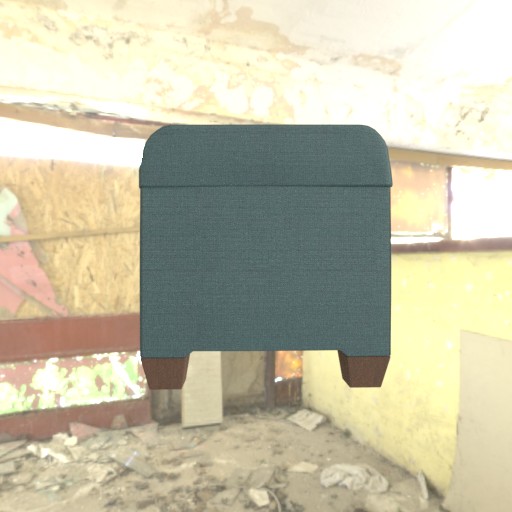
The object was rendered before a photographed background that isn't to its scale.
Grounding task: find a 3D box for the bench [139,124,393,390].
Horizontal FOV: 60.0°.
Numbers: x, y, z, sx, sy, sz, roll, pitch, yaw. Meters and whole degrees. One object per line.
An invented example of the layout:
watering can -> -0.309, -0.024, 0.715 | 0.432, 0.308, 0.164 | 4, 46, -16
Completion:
bench -> 0.000, 0.000, 1.251 | 0.476, 0.474, 0.995 | 0, 0, -2
